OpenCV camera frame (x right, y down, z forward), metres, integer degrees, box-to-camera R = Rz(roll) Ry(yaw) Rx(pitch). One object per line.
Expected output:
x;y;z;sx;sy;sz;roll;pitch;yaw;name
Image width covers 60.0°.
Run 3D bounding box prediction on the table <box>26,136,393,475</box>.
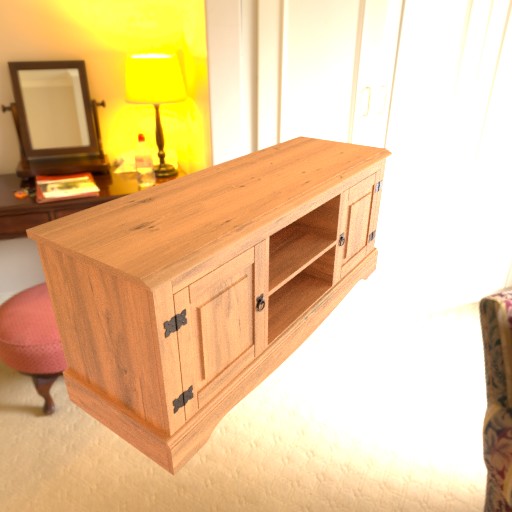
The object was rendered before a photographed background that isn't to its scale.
0.000;0.000;1.432;0.400;0.510;1.200;18;32;31;table
